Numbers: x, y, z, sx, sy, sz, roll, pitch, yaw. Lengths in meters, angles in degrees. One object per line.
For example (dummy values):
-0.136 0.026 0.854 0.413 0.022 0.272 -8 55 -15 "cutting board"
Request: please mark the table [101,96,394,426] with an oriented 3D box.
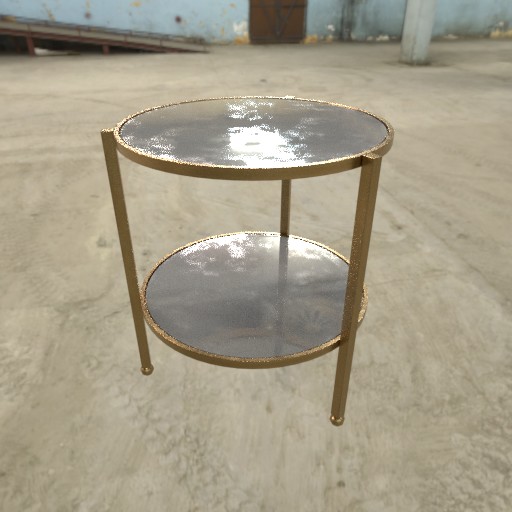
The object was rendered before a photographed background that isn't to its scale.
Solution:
0.000 0.000 0.451 0.231 0.269 0.243 10 32 16 "table"
